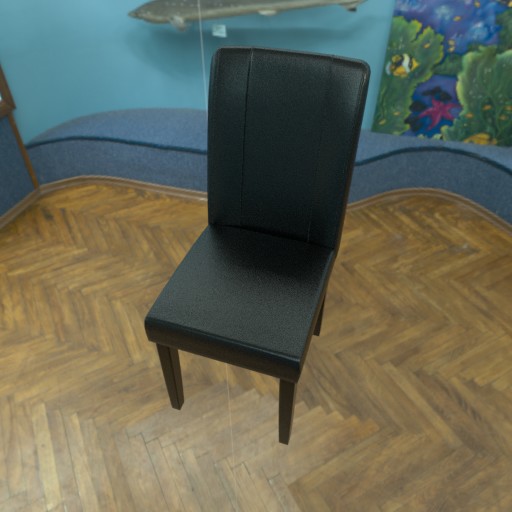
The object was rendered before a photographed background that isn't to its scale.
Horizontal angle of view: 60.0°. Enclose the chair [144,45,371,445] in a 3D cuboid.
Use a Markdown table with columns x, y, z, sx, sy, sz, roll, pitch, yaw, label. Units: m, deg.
| x | y | z | sx | sy | sz | roll | pitch | yaw | label |
| --- | --- | --- | --- | --- | --- | --- | --- | --- | --- |
| 0.000 | 0.000 | 1.184 | 0.399 | 0.897 | 0.556 | 13 | 43 | 14 | chair |
